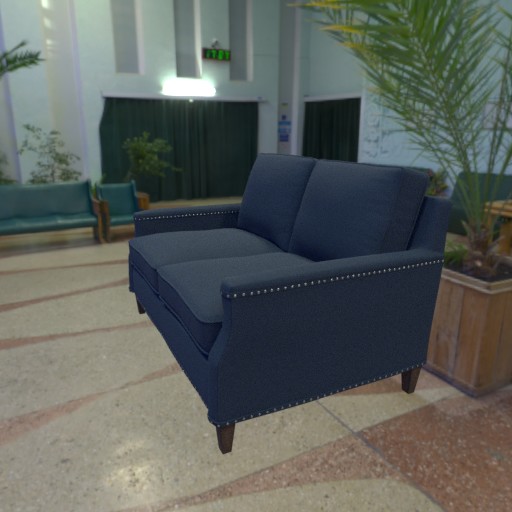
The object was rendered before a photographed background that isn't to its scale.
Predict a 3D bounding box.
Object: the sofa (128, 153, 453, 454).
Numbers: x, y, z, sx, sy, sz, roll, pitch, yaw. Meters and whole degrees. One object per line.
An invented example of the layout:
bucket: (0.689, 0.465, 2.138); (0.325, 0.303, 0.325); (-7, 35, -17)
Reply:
sofa: (0.000, 0.000, 2.318); (1.084, 1.003, 1.597); (-7, 17, -25)
